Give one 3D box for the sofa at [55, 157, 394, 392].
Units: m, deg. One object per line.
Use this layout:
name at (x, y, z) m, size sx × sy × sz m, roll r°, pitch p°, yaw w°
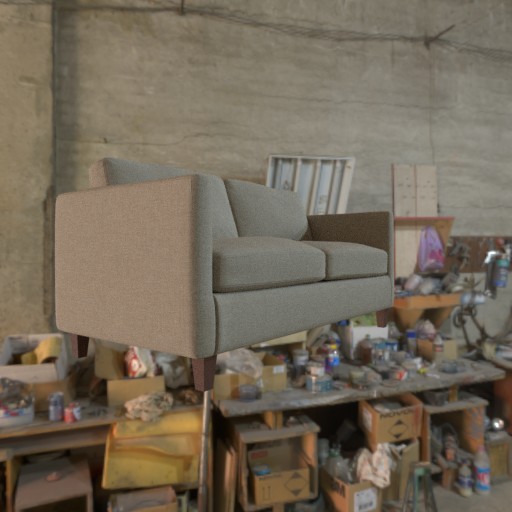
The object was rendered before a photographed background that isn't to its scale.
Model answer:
sofa at (0.000, 0.000, 2.501) m, size 0.951 × 0.947 × 1.884 m, roll 0°, pitch 1°, yaw 38°
